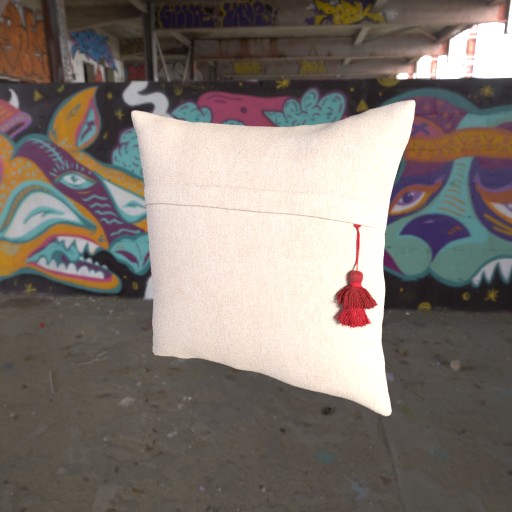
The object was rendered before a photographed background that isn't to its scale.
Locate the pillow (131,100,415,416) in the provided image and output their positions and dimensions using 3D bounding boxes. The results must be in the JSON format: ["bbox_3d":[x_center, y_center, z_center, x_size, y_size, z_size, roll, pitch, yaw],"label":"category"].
[{"bbox_3d":[0.000,0.000,0.681,0.433,0.436,0.173,7,16,25],"label":"pillow"}]
